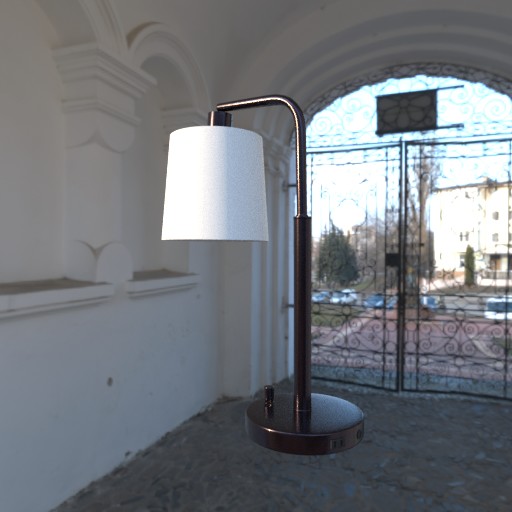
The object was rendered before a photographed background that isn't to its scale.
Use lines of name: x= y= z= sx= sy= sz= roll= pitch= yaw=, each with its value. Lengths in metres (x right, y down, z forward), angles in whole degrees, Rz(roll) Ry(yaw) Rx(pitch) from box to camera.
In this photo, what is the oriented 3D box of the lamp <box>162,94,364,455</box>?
lamp: x=0.000 y=0.000 z=0.671 sx=0.333 sy=0.489 sz=0.171 roll=0 pitch=0 yaw=36
